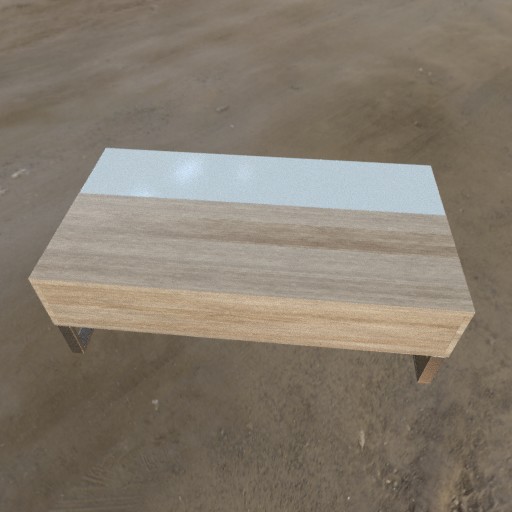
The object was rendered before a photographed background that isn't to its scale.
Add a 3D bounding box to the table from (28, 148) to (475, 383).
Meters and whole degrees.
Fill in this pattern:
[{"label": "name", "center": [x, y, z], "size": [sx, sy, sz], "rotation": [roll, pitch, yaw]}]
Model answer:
[{"label": "table", "center": [0.000, 0.000, 1.417], "size": [1.100, 0.350, 0.600], "rotation": [4, 46, 4]}]
